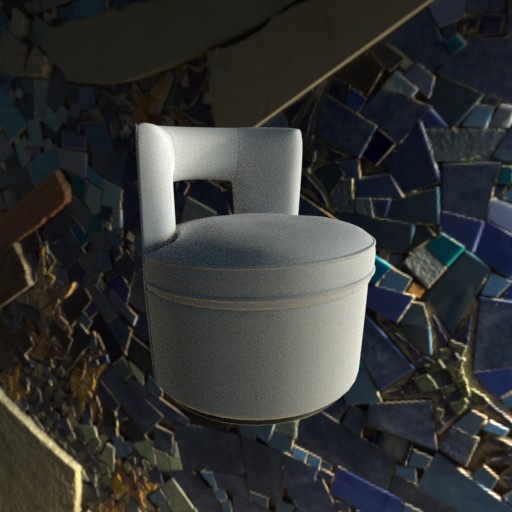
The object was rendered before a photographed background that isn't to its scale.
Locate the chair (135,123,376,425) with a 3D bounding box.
[{"bbox_3d":[0.000,0.000,1.264,0.665,0.723,0.650,13,20,42],"label":"chair"}]
